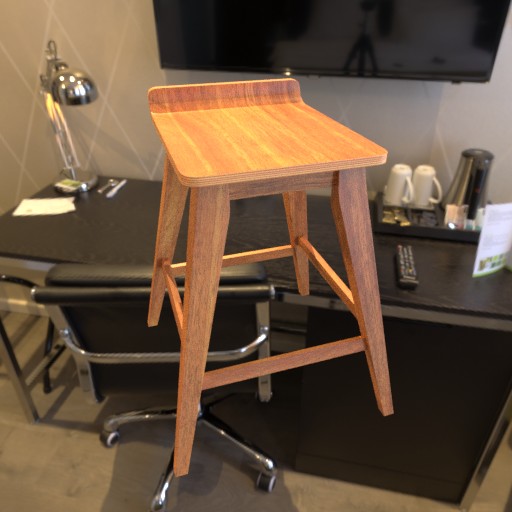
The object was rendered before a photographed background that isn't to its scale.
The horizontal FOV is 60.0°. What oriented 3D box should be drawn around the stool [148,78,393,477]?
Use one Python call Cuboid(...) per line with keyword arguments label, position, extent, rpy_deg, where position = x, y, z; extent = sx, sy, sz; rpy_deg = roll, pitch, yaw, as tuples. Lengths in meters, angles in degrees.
Cuboid(label="stool", position=(0.000, 0.000, 0.981), extent=(0.500, 0.650, 0.500), rpy_deg=(-10, 33, -15))
